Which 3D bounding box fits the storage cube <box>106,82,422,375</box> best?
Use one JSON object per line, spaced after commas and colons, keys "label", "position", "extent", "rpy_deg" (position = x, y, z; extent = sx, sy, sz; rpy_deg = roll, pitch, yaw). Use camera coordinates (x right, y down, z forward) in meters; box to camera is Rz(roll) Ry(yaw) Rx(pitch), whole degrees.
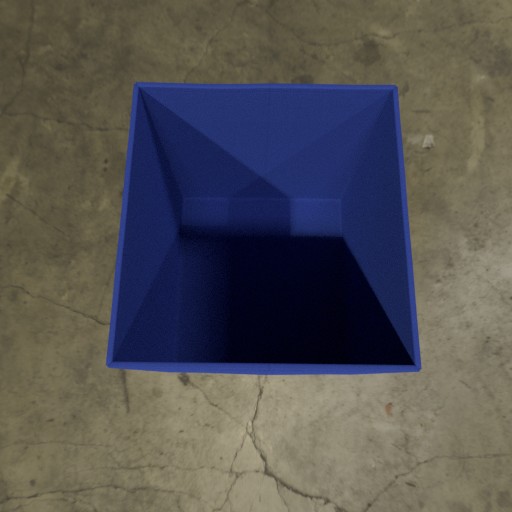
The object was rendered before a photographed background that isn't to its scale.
{"label": "storage cube", "position": [0.000, 0.000, 0.521], "extent": [0.270, 0.280, 0.270], "rpy_deg": [1, 75, 0]}
